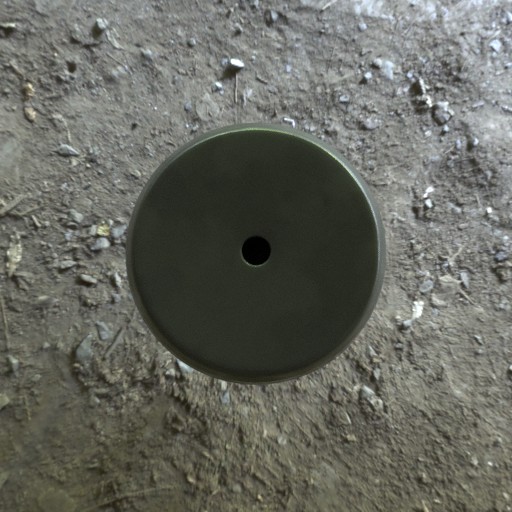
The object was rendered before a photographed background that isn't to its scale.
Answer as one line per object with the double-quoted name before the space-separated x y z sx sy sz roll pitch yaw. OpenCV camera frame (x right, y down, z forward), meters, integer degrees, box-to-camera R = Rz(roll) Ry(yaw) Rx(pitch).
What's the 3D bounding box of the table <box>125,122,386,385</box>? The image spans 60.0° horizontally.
"table" 0.000 0.000 0.604 0.309 0.397 0.309 0 89 0
